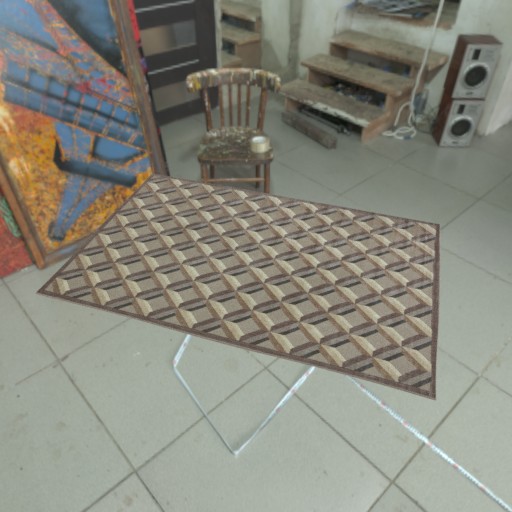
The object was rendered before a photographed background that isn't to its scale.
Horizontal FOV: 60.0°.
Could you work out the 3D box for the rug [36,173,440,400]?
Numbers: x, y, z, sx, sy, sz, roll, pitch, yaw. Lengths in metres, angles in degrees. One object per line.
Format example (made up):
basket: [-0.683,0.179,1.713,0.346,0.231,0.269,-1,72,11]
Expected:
rug: [0.000,0.000,2.118,1.677,0.011,1.066,12,43,14]
